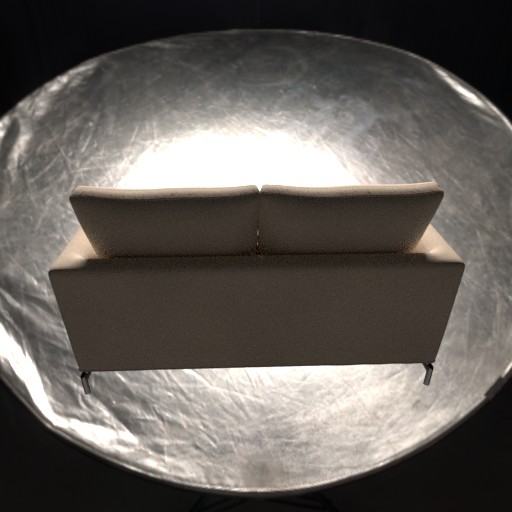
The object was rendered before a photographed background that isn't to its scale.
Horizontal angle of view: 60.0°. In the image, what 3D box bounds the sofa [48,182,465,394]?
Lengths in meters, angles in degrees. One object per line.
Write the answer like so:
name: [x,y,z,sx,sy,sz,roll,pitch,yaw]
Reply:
sofa: [0.000,0.000,2.307,1.739,0.995,0.906,-1,30,-2]
